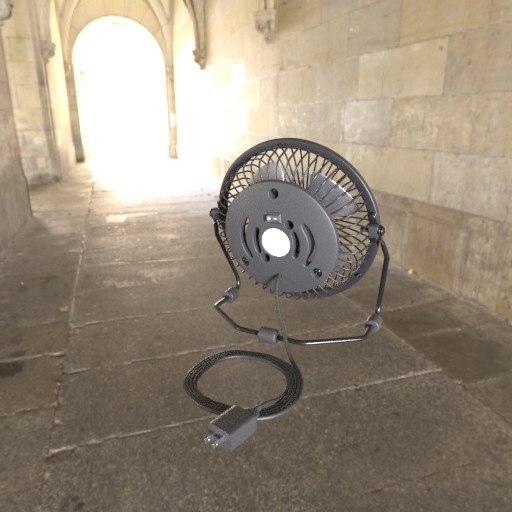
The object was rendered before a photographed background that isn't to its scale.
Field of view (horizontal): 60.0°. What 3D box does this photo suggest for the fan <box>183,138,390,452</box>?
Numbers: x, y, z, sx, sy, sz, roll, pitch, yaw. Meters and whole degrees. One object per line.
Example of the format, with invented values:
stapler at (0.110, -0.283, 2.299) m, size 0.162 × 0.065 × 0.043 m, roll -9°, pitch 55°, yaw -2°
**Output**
fan at (0.000, 0.000, 0.302) m, size 0.153 × 0.152 × 0.202 m, roll 9°, pitch 19°, yaw 26°
